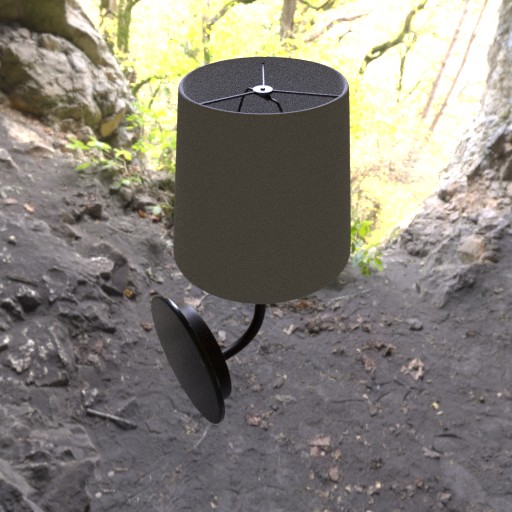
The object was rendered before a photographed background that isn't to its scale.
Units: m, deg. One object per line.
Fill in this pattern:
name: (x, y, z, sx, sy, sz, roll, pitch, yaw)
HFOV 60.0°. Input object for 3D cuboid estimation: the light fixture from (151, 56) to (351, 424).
light fixture: (0.000, 0.000, 0.439, 0.188, 0.337, 0.168, -25, 46, -27)
